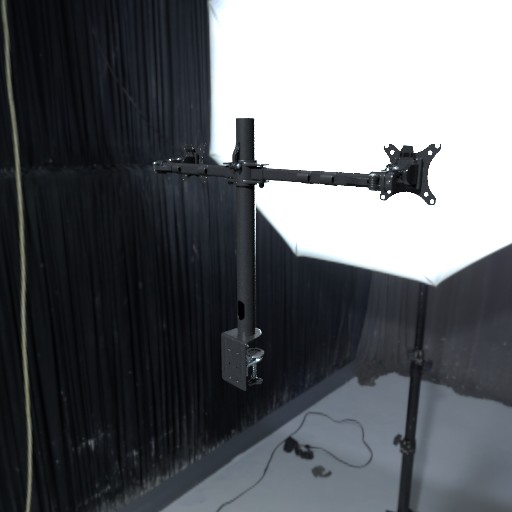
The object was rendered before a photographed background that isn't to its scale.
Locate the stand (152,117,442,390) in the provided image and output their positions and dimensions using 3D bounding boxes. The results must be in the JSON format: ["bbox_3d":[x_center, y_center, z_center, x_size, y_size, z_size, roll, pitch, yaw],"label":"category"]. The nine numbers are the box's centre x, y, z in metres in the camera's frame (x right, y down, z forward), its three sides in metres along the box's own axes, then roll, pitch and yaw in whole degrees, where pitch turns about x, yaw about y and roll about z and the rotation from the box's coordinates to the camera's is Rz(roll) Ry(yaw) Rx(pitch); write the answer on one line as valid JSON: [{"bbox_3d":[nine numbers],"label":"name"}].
[{"bbox_3d":[0.000,0.000,1.017,0.743,0.603,0.150,14,20,43],"label":"stand"}]
